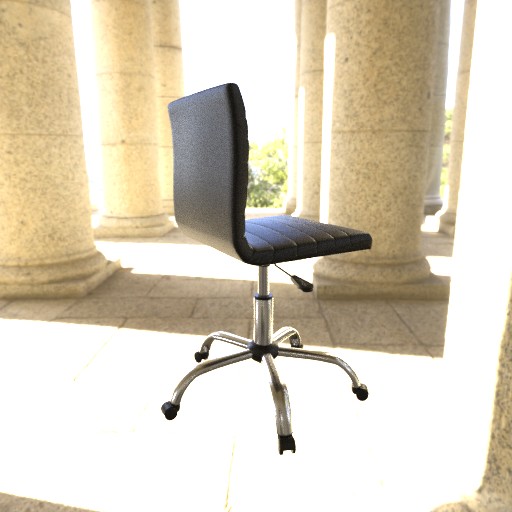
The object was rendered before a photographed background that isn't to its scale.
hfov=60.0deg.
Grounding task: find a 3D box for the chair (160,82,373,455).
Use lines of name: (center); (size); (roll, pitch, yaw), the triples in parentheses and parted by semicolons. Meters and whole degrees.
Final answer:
chair: (0.000, 0.000, 1.143); (0.530, 0.780, 0.556); (-7, 14, -27)
